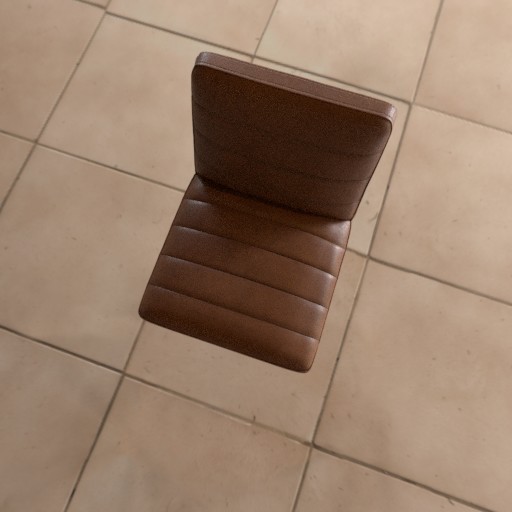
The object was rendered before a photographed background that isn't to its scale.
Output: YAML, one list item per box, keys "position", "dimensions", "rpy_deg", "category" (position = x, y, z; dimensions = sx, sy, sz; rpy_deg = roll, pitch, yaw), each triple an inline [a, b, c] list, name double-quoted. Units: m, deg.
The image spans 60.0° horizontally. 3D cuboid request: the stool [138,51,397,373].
- position: [0.000, 0.000, 1.274]
  dimensions: [0.458, 0.940, 0.556]
  rpy_deg: [18, 76, 5]
  category: "stool"
